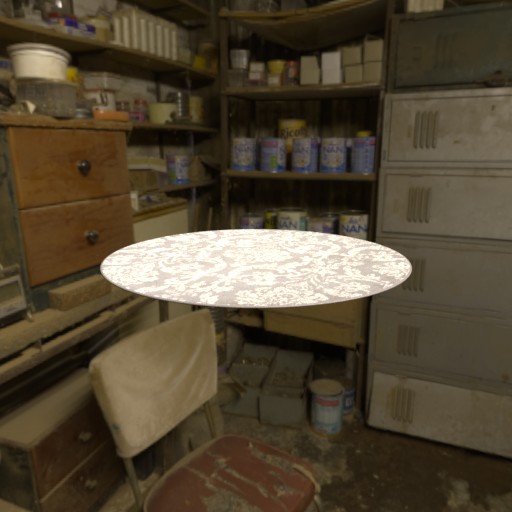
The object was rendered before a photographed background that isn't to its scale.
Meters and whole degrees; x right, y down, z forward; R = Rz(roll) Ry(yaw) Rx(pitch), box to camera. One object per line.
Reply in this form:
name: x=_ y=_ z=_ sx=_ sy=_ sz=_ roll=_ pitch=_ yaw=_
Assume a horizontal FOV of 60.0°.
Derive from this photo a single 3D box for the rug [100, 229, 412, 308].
rug: x=0.000 y=0.000 z=2.393 sx=1.593 sy=0.012 sz=1.593 roll=0 pitch=14 yaw=0
